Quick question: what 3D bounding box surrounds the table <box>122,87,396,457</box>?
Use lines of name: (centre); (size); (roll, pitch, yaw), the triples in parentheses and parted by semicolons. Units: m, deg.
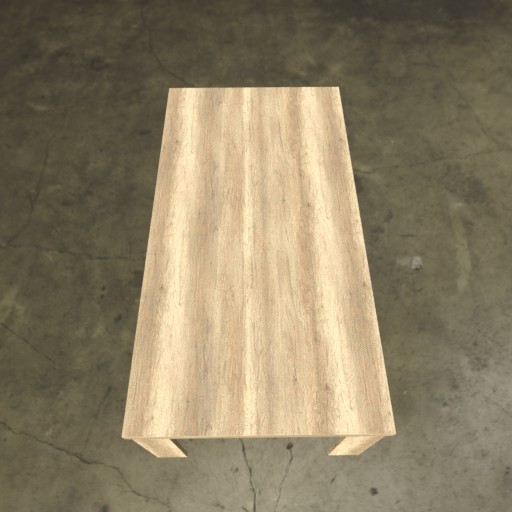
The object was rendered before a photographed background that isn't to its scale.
table: (0.000, 0.000, 1.676); (0.700, 0.460, 1.350); (-1, 59, 0)
